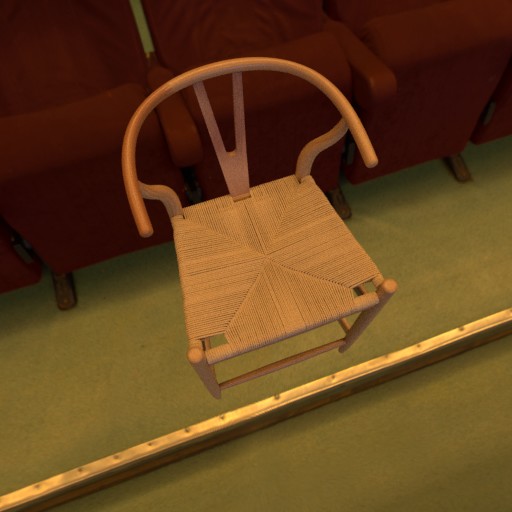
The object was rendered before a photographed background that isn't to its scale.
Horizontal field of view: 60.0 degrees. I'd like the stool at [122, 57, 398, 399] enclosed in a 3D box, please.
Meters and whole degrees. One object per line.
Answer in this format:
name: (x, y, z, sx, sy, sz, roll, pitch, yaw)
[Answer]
stool: (0.000, 0.000, 1.302, 0.536, 0.923, 0.575, -18, 66, -8)
